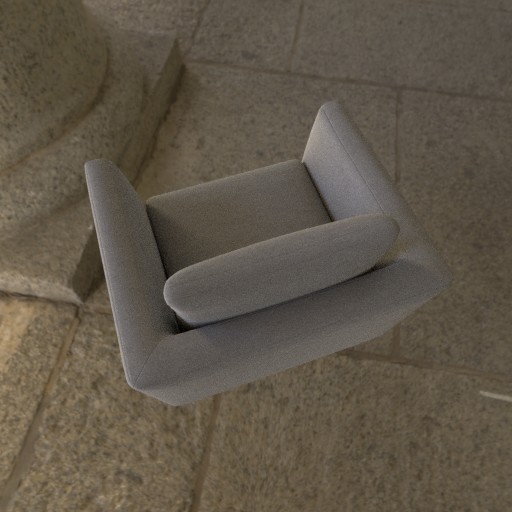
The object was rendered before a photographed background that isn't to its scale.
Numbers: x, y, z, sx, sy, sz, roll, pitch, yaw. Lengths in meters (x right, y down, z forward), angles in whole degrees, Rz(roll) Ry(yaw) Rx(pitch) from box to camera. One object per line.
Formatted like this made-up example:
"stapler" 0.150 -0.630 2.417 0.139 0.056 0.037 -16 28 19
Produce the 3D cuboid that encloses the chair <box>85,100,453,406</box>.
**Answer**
"chair" 0.000 0.000 1.707 1.041 0.864 0.889 -17 61 -10
